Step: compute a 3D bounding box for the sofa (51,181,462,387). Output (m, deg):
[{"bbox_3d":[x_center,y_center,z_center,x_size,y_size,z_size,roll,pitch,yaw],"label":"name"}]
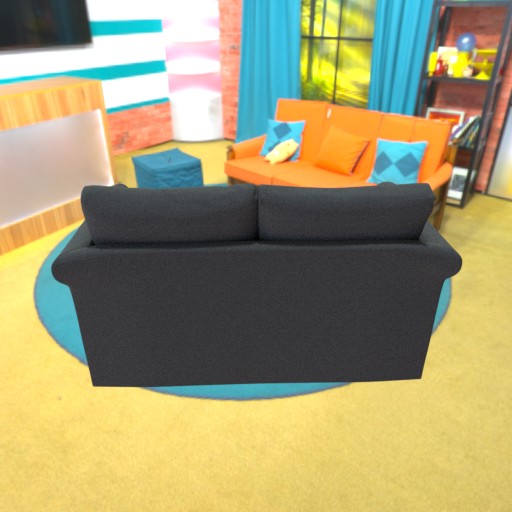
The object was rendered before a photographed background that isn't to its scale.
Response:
[{"bbox_3d":[0.000,0.000,1.971,1.460,0.872,0.741,-1,30,-2],"label":"sofa"}]
